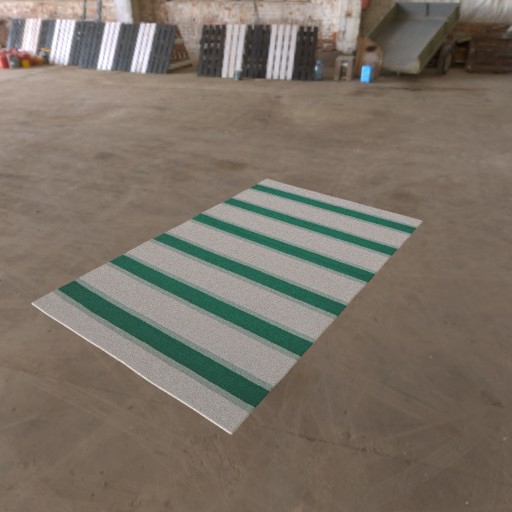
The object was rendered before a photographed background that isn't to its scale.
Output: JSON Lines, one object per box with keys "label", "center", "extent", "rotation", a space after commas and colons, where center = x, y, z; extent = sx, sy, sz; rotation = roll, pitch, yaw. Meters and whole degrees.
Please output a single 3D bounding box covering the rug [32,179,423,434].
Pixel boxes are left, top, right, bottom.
{"label": "rug", "center": [0.000, 0.000, 3.075], "extent": [1.521, 0.015, 2.436], "rotation": [21, 37, 30]}
